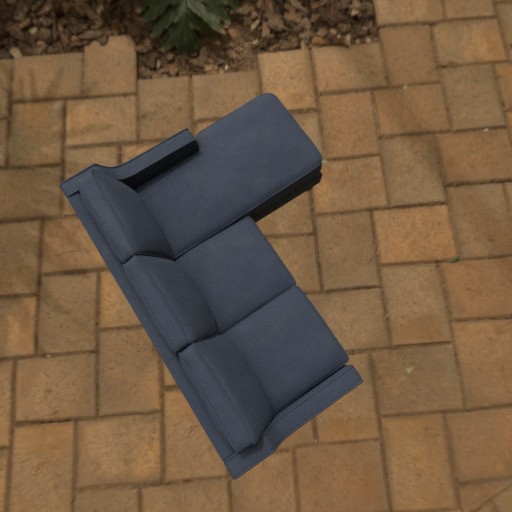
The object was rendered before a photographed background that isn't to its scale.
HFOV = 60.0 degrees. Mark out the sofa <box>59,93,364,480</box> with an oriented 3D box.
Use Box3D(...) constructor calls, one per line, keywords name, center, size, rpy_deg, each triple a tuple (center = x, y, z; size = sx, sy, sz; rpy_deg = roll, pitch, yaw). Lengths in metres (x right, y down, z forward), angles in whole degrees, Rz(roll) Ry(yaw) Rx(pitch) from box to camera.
Box3D(name="sofa", center=(0.000, 0.000, 3.346), size=(1.858, 1.066, 2.317), rpy_deg=(-33, 78, -8))
